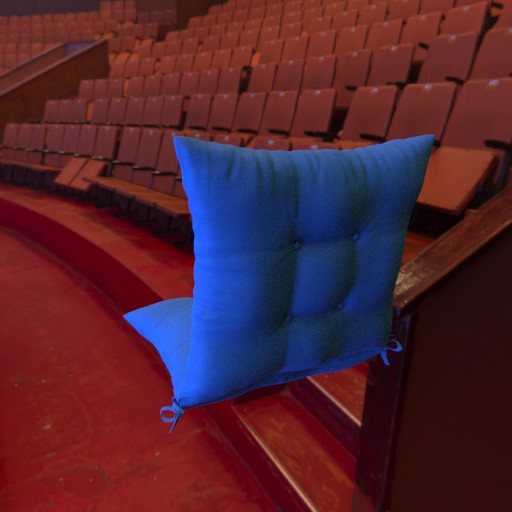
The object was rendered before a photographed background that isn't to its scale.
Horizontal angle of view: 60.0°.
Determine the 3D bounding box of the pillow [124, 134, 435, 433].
[{"bbox_3d":[0.000,0.000,0.995,0.541,0.536,0.585,-8,18,-26],"label":"pillow"}]
